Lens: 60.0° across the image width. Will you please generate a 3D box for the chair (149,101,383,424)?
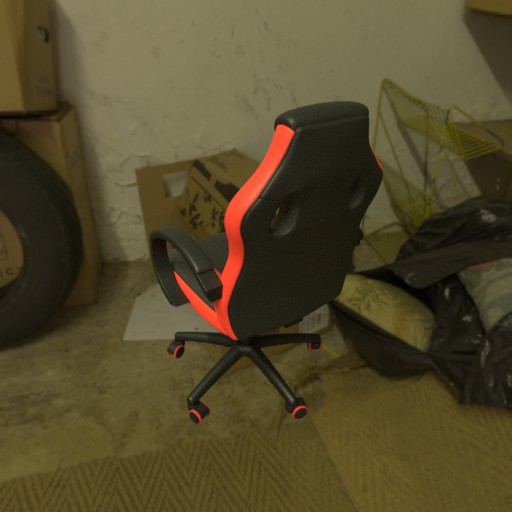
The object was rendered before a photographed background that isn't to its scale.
[{"bbox_3d":[0.000,0.000,1.391,0.600,1.016,0.642,-19,35,-29],"label":"chair"}]
